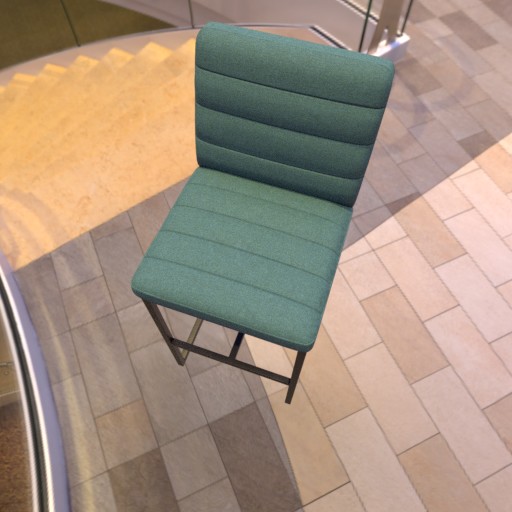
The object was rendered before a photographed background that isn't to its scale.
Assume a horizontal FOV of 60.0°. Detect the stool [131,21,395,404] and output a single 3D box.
[{"bbox_3d":[0.000,0.000,1.291,0.460,1.040,0.560,17,61,10],"label":"stool"}]
